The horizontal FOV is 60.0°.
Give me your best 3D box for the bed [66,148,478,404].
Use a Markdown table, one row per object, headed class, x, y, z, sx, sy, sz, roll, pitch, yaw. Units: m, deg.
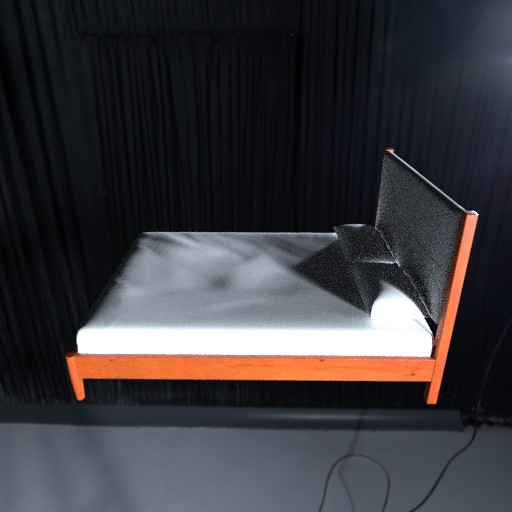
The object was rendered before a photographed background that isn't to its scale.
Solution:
| class | x | y | z | sx | sy | sz | roll | pitch | yaw |
| --- | --- | --- | --- | --- | --- | --- | --- | --- | --- |
| bed | 0.000 | 0.000 | 3.048 | 2.117 | 1.165 | 1.566 | 0 | 25 | 1 |
